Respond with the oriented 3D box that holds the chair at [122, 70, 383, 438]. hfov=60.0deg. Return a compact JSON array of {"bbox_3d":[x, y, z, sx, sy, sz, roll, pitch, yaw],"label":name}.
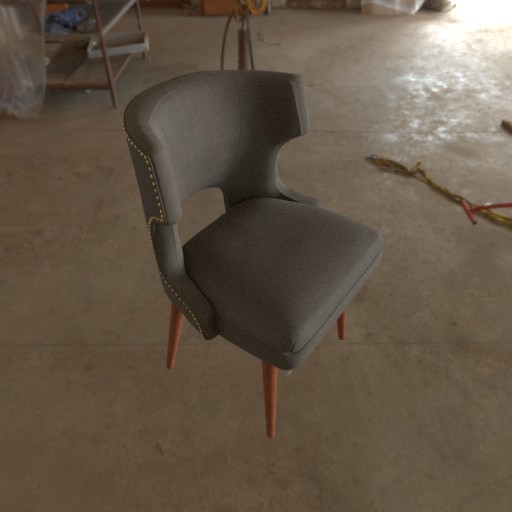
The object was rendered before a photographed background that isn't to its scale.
[{"bbox_3d":[0.000,0.000,1.251,0.581,0.863,0.595,25,47,26],"label":"chair"}]
